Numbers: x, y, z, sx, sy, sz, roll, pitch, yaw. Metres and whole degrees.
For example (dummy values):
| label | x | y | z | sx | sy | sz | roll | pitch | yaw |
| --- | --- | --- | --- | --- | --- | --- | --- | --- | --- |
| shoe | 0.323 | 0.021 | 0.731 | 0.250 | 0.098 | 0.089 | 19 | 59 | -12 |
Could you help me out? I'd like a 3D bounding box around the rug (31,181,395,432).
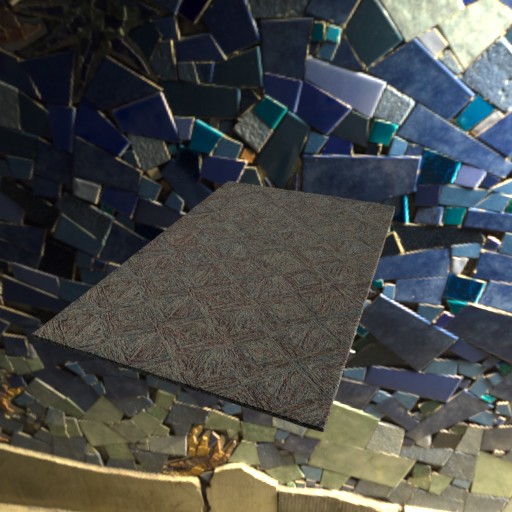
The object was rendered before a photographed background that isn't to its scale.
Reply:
| label | x | y | z | sx | sy | sz | roll | pitch | yaw |
| --- | --- | --- | --- | --- | --- | --- | --- | --- | --- |
| rug | 0.000 | 0.000 | 2.198 | 1.143 | 0.014 | 1.761 | 12 | 32 | 19 |
